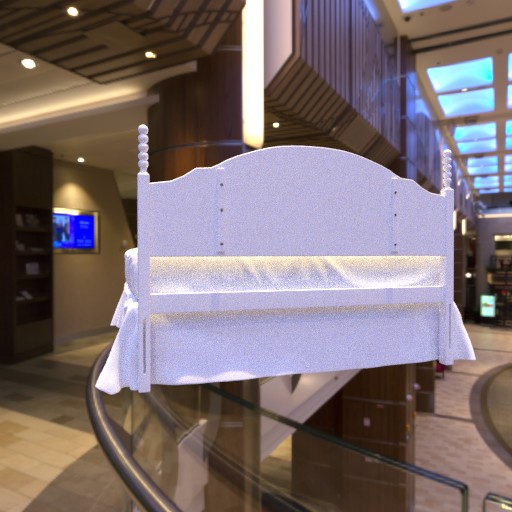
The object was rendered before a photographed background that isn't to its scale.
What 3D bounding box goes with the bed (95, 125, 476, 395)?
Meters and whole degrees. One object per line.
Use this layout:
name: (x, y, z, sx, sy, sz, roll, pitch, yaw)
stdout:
bed: (0.000, 0.000, 3.548, 2.322, 1.355, 2.219, 0, 1, -17)
